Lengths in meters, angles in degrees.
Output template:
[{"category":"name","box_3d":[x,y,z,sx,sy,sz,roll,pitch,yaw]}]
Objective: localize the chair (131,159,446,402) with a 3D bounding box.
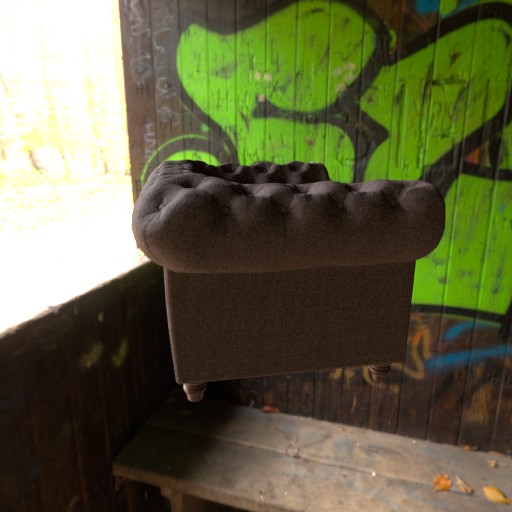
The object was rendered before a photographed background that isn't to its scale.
[{"category":"chair","box_3d":[0.000,0.000,1.911,0.945,0.780,1.298,-3,15,-10]}]
